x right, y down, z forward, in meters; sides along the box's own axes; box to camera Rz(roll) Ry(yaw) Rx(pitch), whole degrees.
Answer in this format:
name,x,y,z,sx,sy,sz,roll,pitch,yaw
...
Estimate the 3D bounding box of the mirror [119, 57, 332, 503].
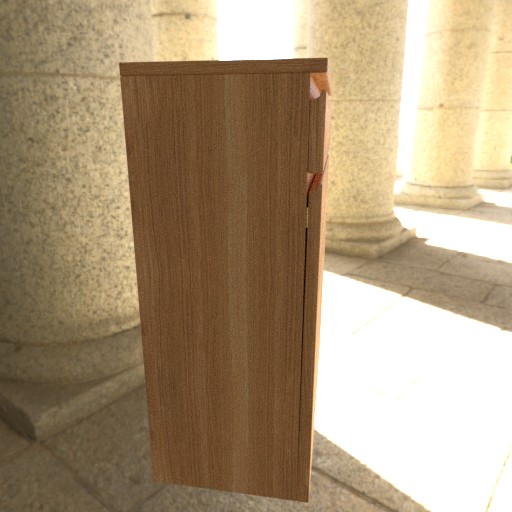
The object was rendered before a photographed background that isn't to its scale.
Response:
name,x,y,z,sx,sy,sz,roll,pitch,yaw
mirror,0.000,0.000,1.345,0.400,1.000,0.800,3,17,9
